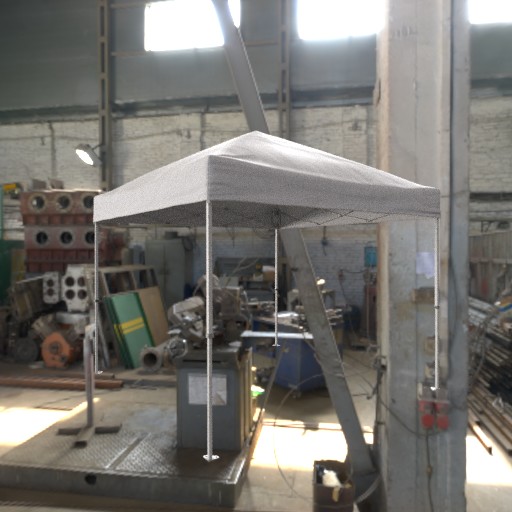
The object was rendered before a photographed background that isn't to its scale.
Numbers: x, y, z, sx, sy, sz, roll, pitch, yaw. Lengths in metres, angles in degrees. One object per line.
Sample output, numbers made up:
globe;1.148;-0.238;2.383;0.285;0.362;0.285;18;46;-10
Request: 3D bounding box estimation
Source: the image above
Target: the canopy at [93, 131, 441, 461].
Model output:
canopy;0.000;0.000;5.318;2.998;2.997;2.996;0;1;-35
